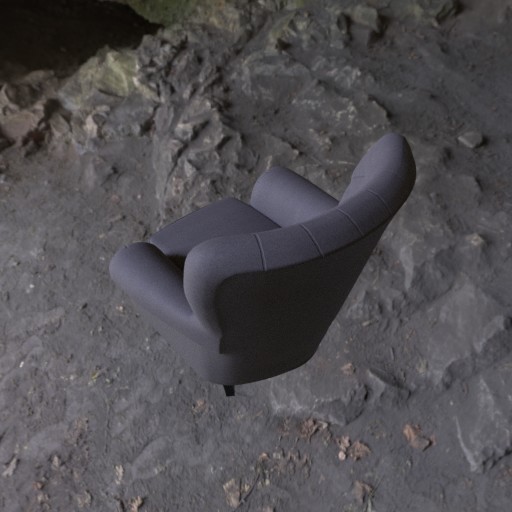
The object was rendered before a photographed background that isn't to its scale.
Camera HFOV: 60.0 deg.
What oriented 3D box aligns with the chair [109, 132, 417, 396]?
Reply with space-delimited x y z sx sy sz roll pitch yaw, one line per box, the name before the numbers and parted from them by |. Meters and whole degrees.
chair | 0.000 0.000 1.792 0.983 1.046 0.983 -33 54 -28
